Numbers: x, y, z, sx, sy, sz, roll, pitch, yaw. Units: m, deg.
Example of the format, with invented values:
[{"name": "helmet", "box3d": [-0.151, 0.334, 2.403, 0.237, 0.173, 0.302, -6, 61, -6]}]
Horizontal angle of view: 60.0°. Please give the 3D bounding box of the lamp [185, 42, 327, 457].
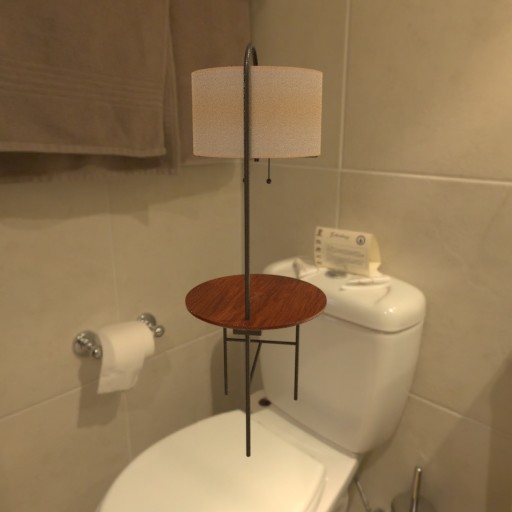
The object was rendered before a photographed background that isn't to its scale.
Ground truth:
[{"name": "lamp", "box3d": [0.000, 0.000, 1.763, 0.573, 1.517, 0.573, 0, 16, 0]}]
